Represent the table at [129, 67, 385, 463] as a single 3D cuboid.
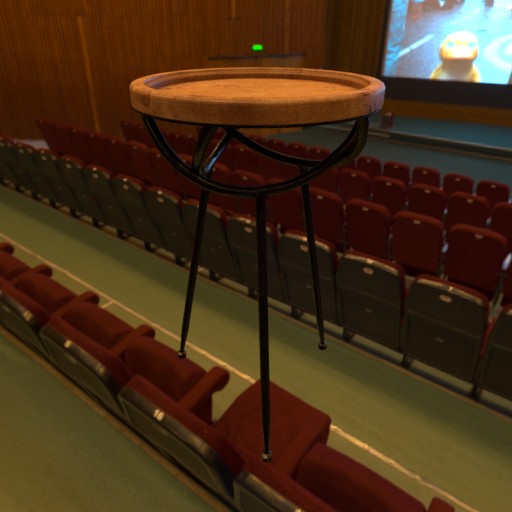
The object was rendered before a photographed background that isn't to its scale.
[{"bbox_3d":[0.000,0.000,0.890,0.418,0.664,0.414,20,34,33],"label":"table"}]
